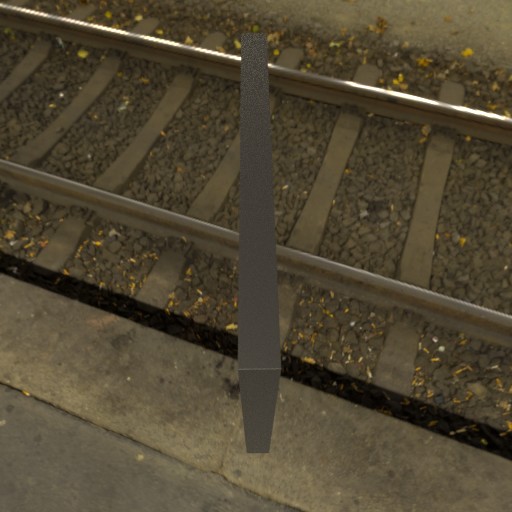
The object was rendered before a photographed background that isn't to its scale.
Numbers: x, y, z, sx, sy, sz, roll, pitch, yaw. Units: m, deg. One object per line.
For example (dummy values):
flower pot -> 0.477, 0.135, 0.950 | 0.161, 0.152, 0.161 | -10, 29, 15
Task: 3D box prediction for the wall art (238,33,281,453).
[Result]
wall art -> 0.000, 0.000, 0.523 | 0.028, 0.321, 0.381 | -1, 57, 0
